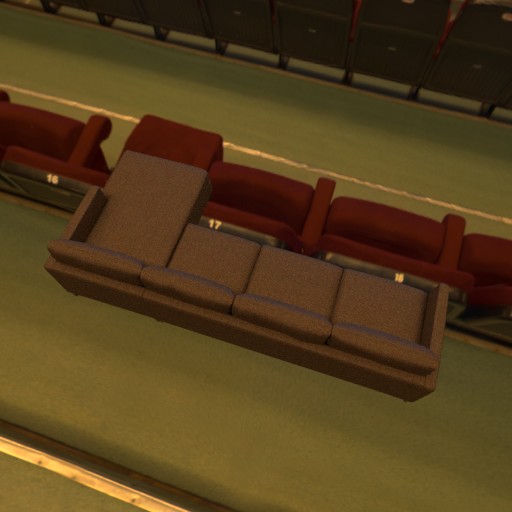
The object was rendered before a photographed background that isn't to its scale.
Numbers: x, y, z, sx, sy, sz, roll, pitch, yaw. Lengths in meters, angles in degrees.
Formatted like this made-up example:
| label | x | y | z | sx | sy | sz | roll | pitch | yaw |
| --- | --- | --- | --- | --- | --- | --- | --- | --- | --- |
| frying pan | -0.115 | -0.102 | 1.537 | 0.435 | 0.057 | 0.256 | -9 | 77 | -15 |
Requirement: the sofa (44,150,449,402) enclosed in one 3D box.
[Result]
| label | x | y | z | sx | sy | sz | roll | pitch | yaw |
| --- | --- | --- | --- | --- | --- | --- | --- | --- | --- |
| sofa | 0.000 | 0.000 | 3.870 | 3.221 | 0.892 | 1.483 | 16 | 64 | 8 |
